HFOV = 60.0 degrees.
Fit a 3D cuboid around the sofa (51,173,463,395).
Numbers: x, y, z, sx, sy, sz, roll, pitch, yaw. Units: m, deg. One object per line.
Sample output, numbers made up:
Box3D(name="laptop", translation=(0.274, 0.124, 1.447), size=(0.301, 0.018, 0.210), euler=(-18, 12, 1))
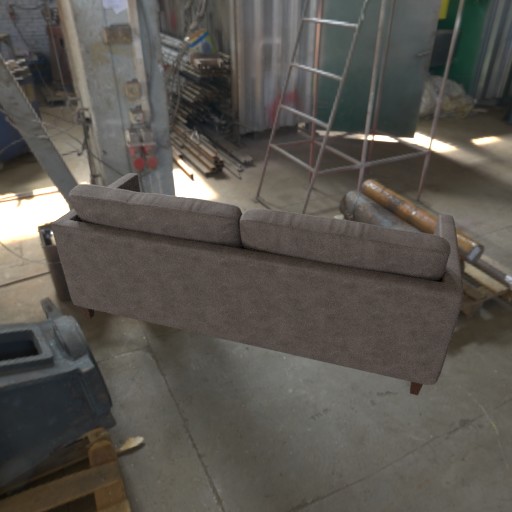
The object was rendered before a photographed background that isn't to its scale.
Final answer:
Box3D(name="sofa", translation=(0.000, 0.000, 2.965), size=(2.434, 0.965, 0.951), euler=(10, 33, 15))
